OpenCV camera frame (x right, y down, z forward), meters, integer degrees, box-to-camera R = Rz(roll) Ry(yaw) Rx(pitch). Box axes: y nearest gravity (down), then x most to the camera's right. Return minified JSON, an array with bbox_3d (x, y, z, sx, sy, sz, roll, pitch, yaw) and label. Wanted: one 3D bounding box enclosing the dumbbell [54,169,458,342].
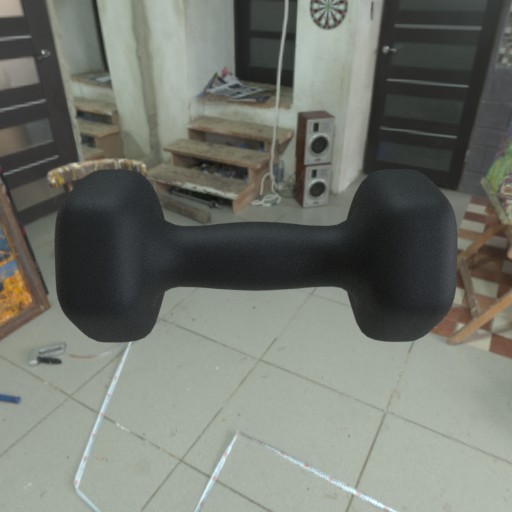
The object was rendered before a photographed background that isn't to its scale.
[{"bbox_3d":[0.000,0.000,0.283,0.231,0.101,0.112,0,31,0],"label":"dumbbell"}]
